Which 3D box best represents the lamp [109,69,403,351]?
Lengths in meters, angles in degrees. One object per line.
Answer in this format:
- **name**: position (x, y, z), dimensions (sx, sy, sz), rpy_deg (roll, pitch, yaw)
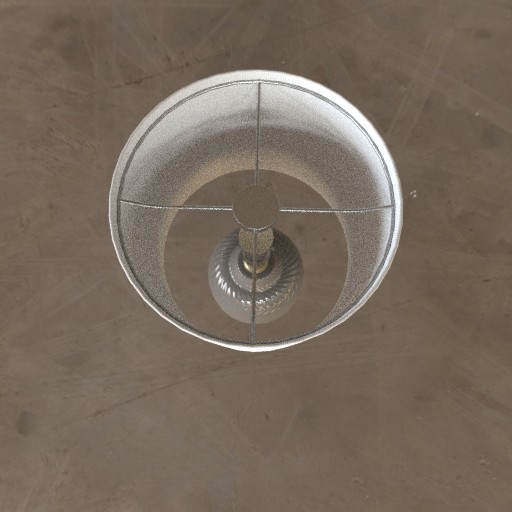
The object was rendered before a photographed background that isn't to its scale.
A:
- **lamp**: position (0.000, 0.000, 0.489), dimensions (0.207, 0.366, 0.207), rpy_deg (1, 77, 0)
